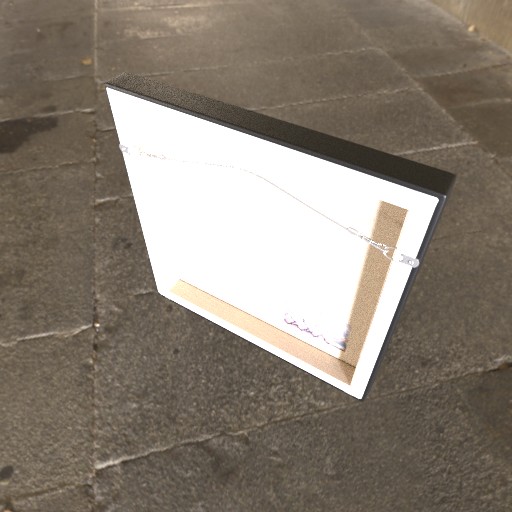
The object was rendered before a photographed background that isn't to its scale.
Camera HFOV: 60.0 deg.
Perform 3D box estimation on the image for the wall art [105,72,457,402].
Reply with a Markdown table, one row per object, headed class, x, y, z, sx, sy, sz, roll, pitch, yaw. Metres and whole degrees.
| class | x | y | z | sx | sy | sz | roll | pitch | yaw |
| --- | --- | --- | --- | --- | --- | --- | --- | --- | --- |
| wall art | 0.000 | 0.000 | 0.612 | 0.406 | 0.407 | 0.041 | 24 | 51 | 21 |
